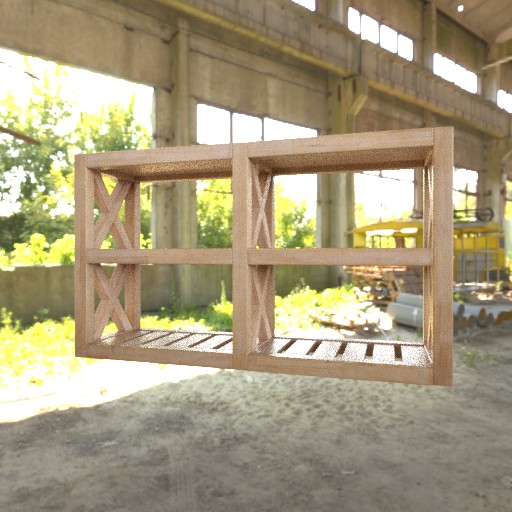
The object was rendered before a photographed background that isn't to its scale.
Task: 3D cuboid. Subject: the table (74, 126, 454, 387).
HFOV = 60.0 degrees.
[{"bbox_3d":[0.000,0.000,1.657,1.320,0.762,0.381,0,0,16],"label":"table"}]
